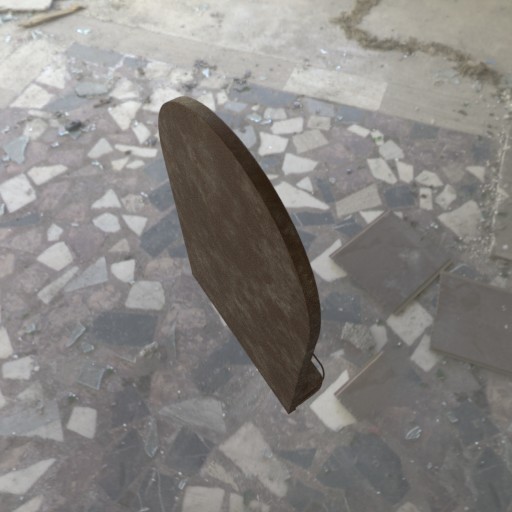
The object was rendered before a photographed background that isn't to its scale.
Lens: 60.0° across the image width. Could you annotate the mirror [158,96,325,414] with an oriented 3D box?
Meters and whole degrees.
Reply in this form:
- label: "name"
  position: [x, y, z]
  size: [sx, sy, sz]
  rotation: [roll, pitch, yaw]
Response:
- label: "mirror"
  position: [0.000, 0.000, 0.963]
  size: [0.137, 0.770, 0.510]
  rotation: [-30, 63, -17]
